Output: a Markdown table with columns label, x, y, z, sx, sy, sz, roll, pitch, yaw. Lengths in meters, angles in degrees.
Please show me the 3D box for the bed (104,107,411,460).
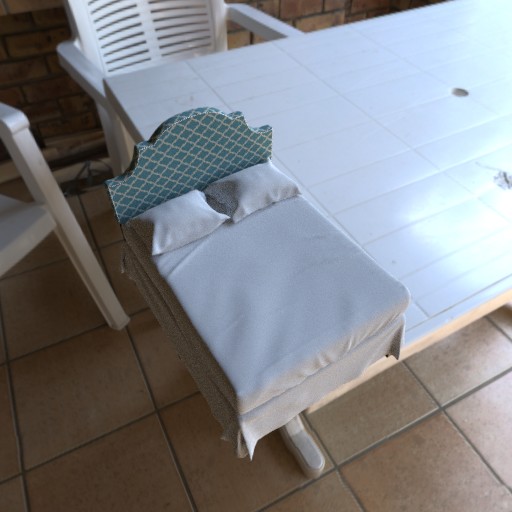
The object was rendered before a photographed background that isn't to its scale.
| label | x | y | z | sx | sy | sz | roll | pitch | yaw |
| --- | --- | --- | --- | --- | --- | --- | --- | --- | --- |
| bed | 0.000 | 0.000 | 3.539 | 1.780 | 1.633 | 2.222 | -26 | 52 | -22 |
